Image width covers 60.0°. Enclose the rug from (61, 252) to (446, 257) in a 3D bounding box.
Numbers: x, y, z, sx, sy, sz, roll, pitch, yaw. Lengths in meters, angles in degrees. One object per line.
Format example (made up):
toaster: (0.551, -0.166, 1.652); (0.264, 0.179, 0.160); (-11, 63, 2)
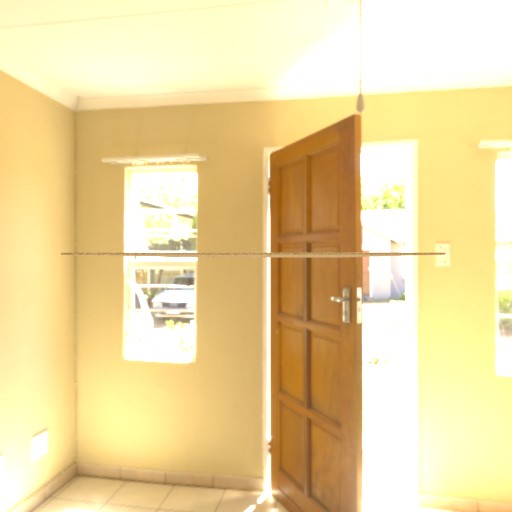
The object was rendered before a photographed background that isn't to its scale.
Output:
rug: (0.000, 0.000, 2.190); (1.142, 0.006, 1.752); (0, 0, 1)
